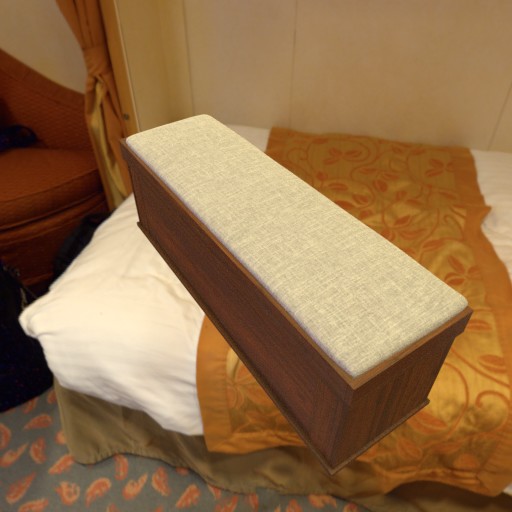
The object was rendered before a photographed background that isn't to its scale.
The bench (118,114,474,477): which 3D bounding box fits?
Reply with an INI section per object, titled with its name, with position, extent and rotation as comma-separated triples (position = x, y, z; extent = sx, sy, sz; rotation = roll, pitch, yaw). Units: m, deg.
[bench]
position = 0.000, 0.000, 1.393
extent = 0.367, 0.468, 1.196
rotation = -24, 46, -25
